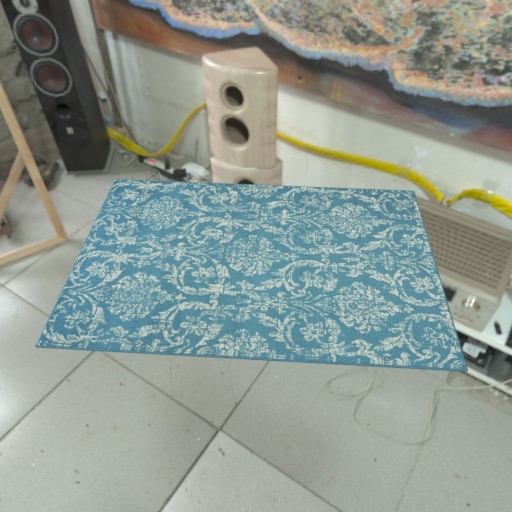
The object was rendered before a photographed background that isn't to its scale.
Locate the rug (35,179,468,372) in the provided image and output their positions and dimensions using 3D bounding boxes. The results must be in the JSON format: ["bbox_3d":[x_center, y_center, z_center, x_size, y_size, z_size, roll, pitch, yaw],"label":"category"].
[{"bbox_3d":[0.000,0.000,3.431,2.746,0.018,1.816,3,46,3],"label":"rug"}]
